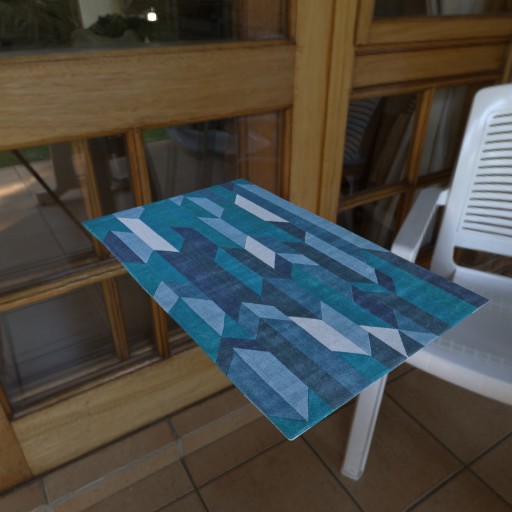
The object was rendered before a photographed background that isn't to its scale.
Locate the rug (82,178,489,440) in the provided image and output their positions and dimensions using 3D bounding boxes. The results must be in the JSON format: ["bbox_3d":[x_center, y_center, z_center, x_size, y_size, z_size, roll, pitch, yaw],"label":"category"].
[{"bbox_3d":[0.000,0.000,2.965,1.528,0.005,2.420,-22,37,-32],"label":"rug"}]
